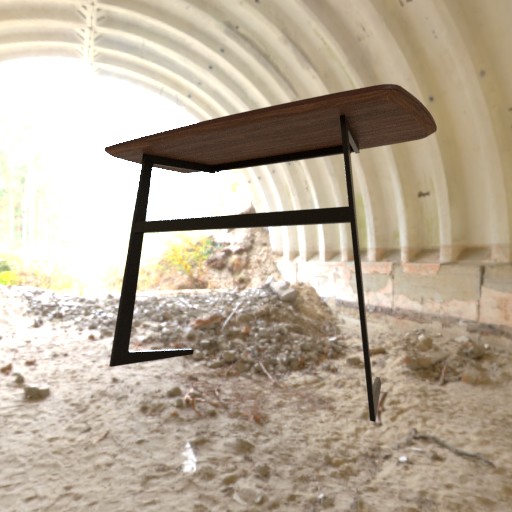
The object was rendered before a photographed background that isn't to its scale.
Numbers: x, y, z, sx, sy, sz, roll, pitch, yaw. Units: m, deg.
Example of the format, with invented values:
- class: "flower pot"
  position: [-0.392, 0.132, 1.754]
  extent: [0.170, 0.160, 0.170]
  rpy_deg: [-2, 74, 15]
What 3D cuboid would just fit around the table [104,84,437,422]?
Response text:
- class: "table"
  position: [0.000, 0.000, 1.089]
  extent: [0.804, 0.576, 0.361]
  rpy_deg: [0, -1, 34]
